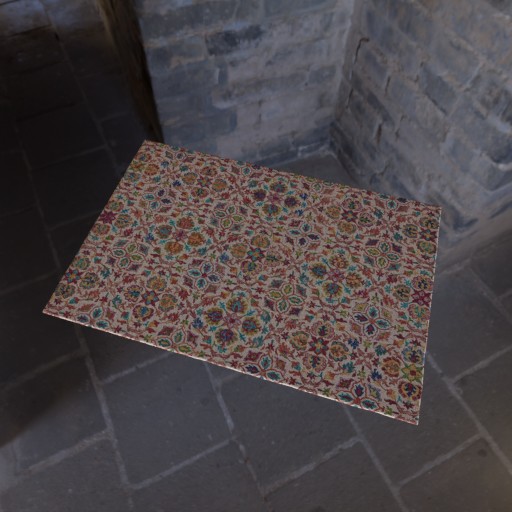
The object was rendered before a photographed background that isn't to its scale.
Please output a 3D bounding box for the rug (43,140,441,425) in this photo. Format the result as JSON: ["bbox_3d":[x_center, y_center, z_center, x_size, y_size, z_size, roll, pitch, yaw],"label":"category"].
[{"bbox_3d":[0.000,0.000,2.949,2.297,0.018,1.541,15,60,9],"label":"rug"}]
